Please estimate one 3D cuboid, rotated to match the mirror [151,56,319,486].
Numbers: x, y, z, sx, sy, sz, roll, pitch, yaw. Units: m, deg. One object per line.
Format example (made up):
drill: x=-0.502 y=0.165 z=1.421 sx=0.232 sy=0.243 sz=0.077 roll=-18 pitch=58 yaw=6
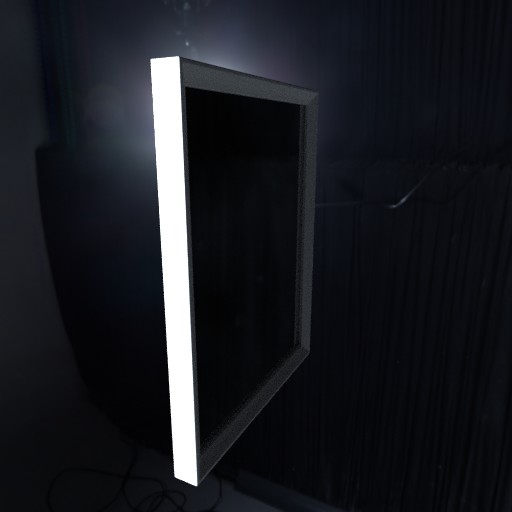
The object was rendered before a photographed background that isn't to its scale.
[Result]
mirror: x=0.000 y=0.000 z=0.683 sx=0.041 sy=0.509 sz=0.406 roll=8 pitch=17 yaw=26
